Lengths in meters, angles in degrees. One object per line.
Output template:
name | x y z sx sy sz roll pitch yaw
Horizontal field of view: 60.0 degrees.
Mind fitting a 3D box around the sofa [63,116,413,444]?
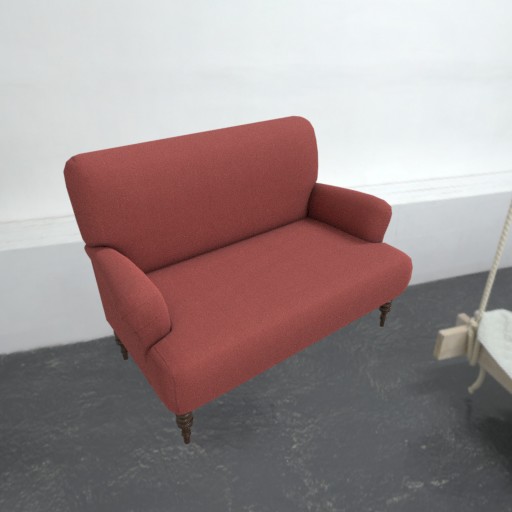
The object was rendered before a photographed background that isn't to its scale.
sofa | 0.000 0.000 1.858 1.297 0.889 0.779 -21 36 -32
